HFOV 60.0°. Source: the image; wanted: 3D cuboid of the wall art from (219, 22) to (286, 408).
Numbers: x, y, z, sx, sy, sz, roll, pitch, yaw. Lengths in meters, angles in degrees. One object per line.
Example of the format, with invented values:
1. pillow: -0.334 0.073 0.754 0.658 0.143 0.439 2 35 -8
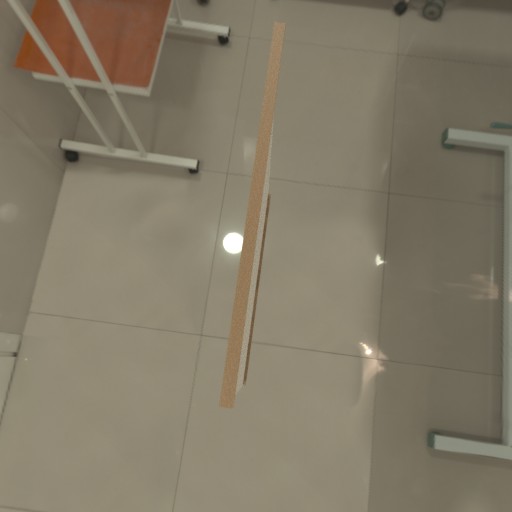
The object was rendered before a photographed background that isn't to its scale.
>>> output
1. wall art: 0.000 0.000 0.684 0.012 0.508 0.405 7 76 2
